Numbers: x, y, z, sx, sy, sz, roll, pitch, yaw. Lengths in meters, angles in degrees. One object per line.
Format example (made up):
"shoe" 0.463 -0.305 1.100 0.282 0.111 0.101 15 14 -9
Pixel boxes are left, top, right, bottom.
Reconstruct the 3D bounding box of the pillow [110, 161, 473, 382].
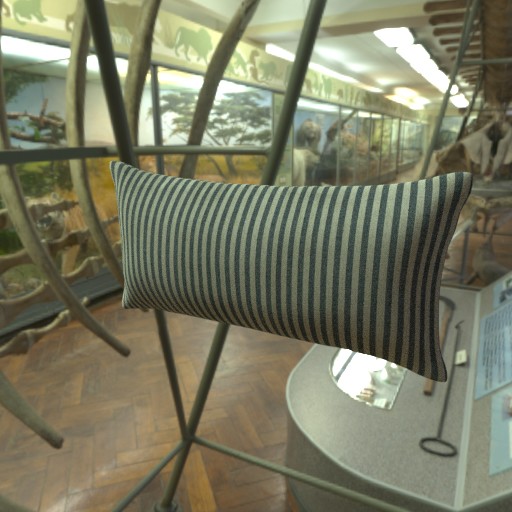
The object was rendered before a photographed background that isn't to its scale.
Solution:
"pillow" 0.000 0.000 0.731 0.617 0.295 0.151 8 17 27
